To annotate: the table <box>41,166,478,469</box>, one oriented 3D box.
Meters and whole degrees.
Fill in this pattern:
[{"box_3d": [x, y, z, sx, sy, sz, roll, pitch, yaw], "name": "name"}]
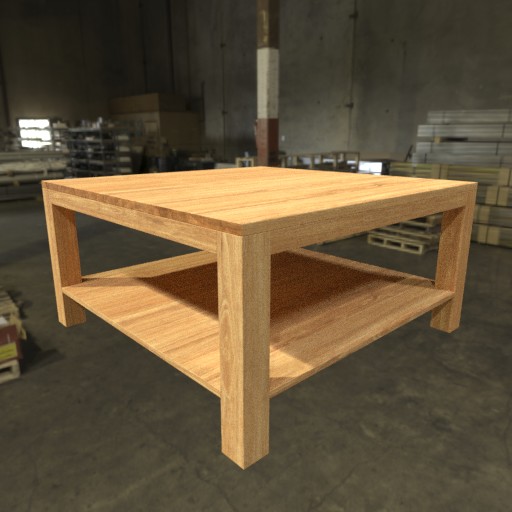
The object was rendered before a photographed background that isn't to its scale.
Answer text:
[{"box_3d": [0.000, 0.000, 1.351, 0.900, 0.450, 0.900, -14, 21, -41], "name": "table"}]
